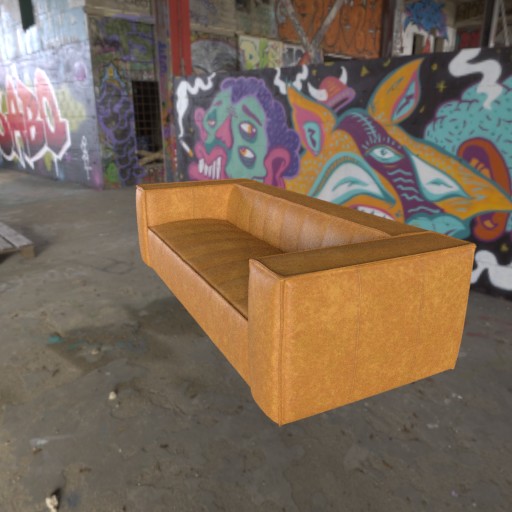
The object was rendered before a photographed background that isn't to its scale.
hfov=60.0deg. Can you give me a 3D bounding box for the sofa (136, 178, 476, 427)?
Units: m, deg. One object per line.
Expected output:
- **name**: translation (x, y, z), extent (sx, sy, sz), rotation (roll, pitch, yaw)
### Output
- **sofa**: translation (0.000, 0.000, 2.998), extent (1.102, 0.701, 2.581), rotation (-8, 19, -25)
